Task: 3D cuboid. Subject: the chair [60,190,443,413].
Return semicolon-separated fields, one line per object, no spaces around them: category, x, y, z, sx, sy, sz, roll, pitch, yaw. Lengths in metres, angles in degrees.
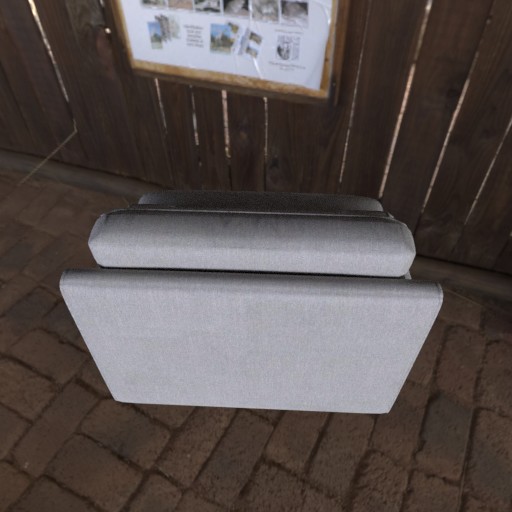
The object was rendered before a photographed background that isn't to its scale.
chair;0.000;0.000;1.963;1.270;0.974;1.043;2;46;2
